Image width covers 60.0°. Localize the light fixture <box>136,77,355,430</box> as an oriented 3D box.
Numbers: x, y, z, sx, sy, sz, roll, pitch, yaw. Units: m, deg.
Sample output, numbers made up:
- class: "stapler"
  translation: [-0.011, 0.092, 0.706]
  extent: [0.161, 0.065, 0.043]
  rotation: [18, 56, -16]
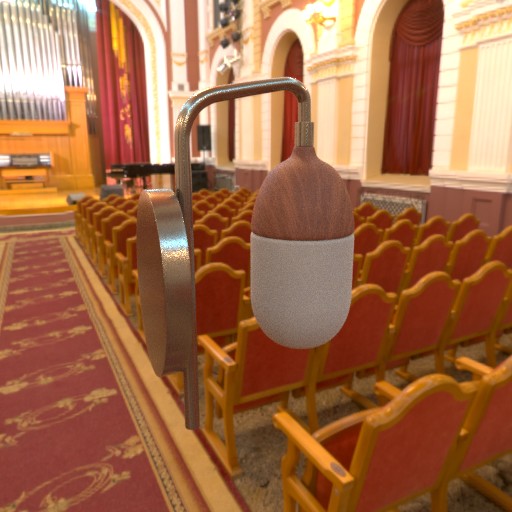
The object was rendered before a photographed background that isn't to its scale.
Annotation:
- class: "light fixture"
  translation: [0.000, 0.000, 0.447]
  extent: [0.216, 0.343, 0.108]
  rotation: [-6, 15, -26]
